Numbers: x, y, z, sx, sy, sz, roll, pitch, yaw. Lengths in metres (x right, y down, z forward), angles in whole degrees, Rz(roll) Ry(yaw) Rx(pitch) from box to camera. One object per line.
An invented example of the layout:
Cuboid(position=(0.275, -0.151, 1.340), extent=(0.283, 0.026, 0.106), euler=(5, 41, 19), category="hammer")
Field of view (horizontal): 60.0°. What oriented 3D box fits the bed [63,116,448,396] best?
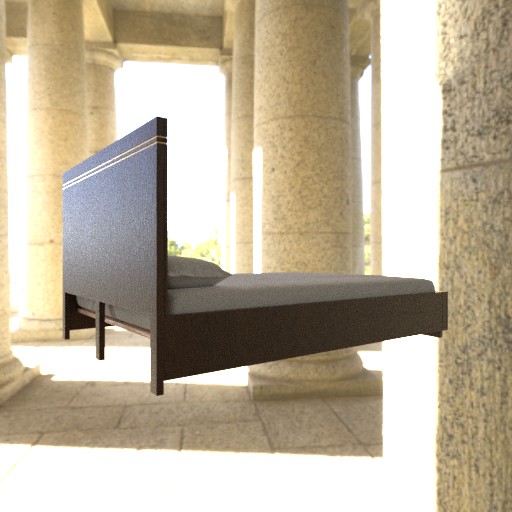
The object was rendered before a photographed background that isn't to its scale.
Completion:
Cuboid(position=(0.000, 0.000, 3.156), extent=(2.221, 1.169, 1.613), euler=(0, 0, -36), category="bed")
